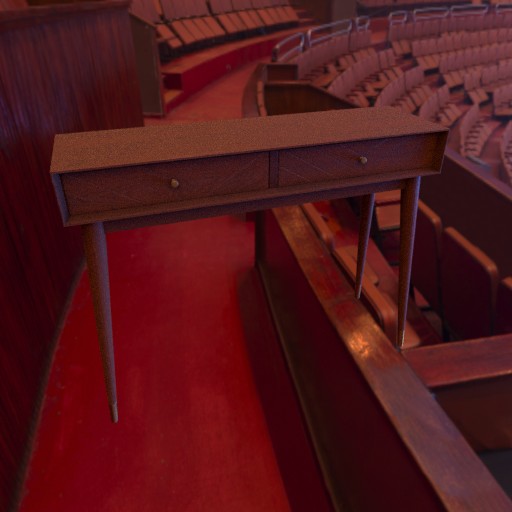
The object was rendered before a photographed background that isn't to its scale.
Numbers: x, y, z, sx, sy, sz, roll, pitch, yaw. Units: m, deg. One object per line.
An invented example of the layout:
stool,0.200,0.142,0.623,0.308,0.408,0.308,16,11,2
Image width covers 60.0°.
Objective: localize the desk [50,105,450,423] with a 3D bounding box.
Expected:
desk,0.000,0.000,1.636,1.204,0.917,0.384,-10,33,-16
